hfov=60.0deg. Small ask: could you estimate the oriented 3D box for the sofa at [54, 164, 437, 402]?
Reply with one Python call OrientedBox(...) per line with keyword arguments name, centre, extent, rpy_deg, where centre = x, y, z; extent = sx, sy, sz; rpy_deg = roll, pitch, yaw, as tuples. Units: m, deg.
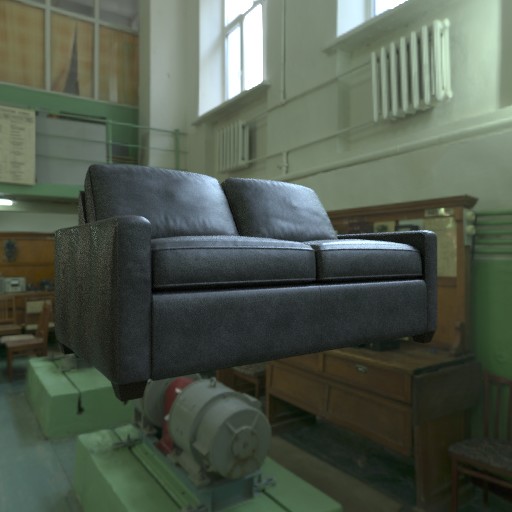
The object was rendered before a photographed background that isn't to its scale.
OrientedBox(name="sofa", centre=(0.000, 0.000, 2.231), extent=(1.732, 0.916, 0.939), rpy_deg=(0, 0, -35))
